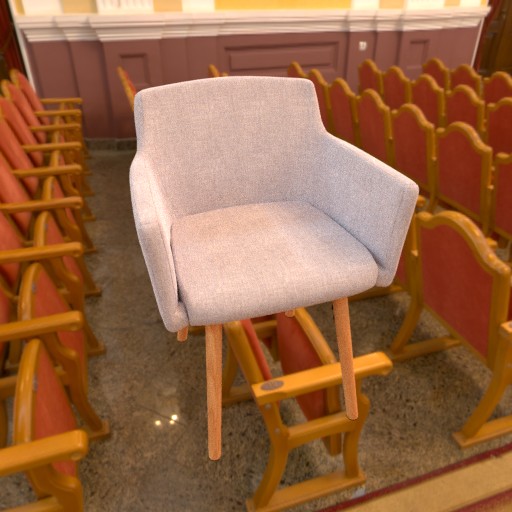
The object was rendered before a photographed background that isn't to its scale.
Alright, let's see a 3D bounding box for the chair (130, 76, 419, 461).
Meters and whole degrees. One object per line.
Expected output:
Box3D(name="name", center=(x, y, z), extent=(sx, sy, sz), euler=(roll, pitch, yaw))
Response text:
Box3D(name="chair", center=(0.000, 0.000, 1.132), extent=(0.570, 0.780, 0.540), euler=(-10, 34, -16))
